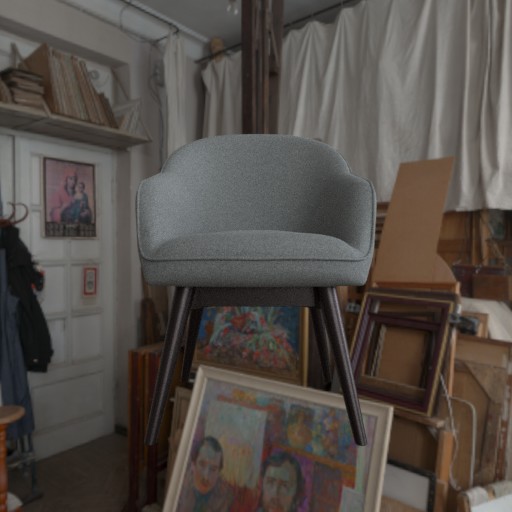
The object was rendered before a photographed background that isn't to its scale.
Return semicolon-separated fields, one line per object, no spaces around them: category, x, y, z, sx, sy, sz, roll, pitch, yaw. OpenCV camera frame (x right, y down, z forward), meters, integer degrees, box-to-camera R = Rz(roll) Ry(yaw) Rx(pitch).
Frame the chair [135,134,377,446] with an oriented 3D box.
chair;0.000;0.000;1.212;0.589;0.810;0.611;0;1;0
